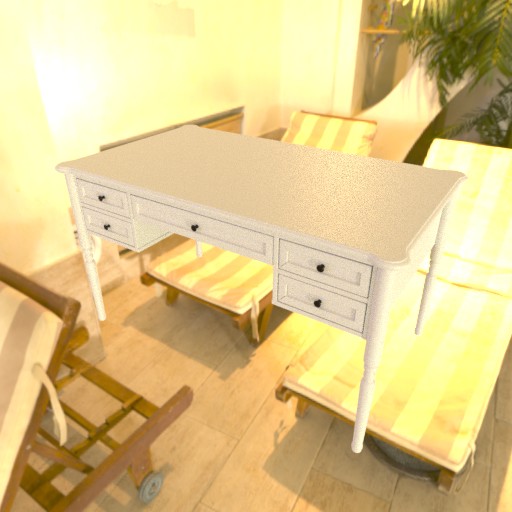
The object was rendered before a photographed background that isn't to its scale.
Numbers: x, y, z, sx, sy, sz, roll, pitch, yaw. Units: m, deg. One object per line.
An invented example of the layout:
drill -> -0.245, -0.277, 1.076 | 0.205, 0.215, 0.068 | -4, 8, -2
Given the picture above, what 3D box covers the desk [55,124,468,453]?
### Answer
desk -> 0.000, 0.000, 1.859 | 1.380, 0.762, 0.807 | 18, 35, 29
